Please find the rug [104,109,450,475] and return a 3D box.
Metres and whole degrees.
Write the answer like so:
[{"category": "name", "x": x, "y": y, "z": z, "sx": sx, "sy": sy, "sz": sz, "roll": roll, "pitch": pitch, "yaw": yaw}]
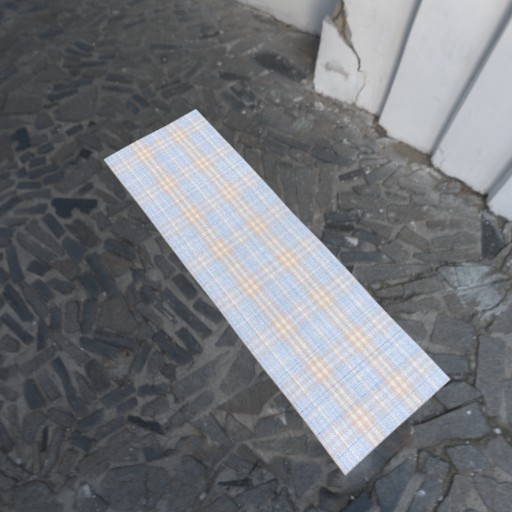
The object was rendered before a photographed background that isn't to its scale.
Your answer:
[{"category": "rug", "x": 0.000, "y": 0.000, "z": 2.705, "sx": 0.762, "sy": 0.013, "sz": 2.439, "roll": -34, "pitch": 68, "yaw": -16}]
